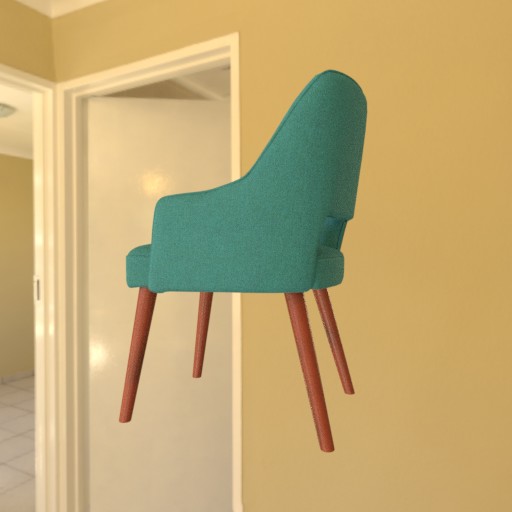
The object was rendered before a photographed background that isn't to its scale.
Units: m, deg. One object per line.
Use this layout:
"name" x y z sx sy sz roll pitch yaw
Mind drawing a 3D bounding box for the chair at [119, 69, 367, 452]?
"chair" 0.000 0.000 1.243 0.605 0.849 0.548 0 1 19
